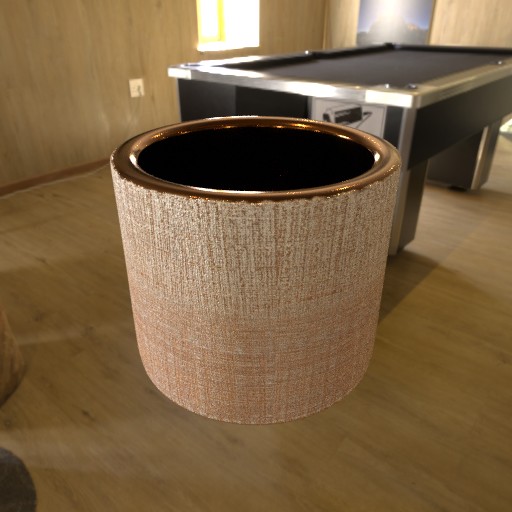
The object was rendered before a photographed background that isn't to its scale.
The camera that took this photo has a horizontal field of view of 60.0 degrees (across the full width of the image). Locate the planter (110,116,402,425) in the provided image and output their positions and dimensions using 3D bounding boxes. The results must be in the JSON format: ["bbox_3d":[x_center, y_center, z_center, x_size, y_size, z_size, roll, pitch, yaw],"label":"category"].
[{"bbox_3d":[0.000,0.000,0.313,0.177,0.157,0.177,0,30,0],"label":"planter"}]
